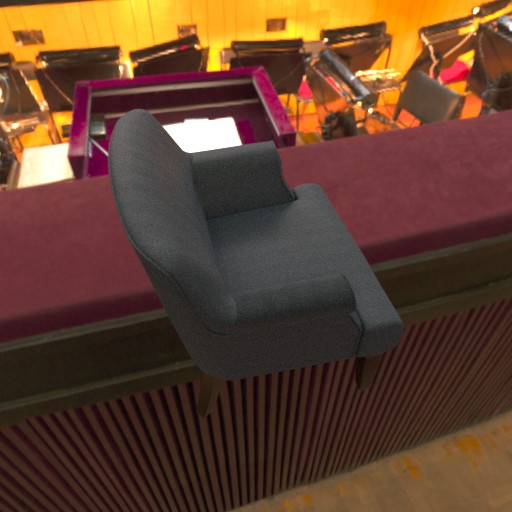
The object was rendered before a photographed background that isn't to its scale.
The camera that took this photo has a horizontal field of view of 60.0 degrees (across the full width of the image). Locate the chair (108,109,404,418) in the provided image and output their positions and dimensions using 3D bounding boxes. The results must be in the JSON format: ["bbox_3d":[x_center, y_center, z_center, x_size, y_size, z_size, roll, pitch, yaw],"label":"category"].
[{"bbox_3d":[0.000,0.000,1.460,0.754,0.878,0.770,-11,47,-10],"label":"chair"}]
